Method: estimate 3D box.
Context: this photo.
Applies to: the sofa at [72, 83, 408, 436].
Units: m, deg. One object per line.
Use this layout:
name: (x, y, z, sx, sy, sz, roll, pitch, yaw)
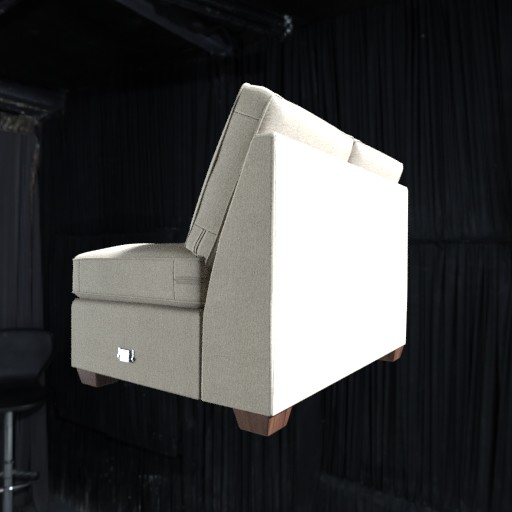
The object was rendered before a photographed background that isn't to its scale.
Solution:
sofa: (0.000, 0.000, 1.964, 0.978, 1.006, 1.232, 0, 0, 35)
